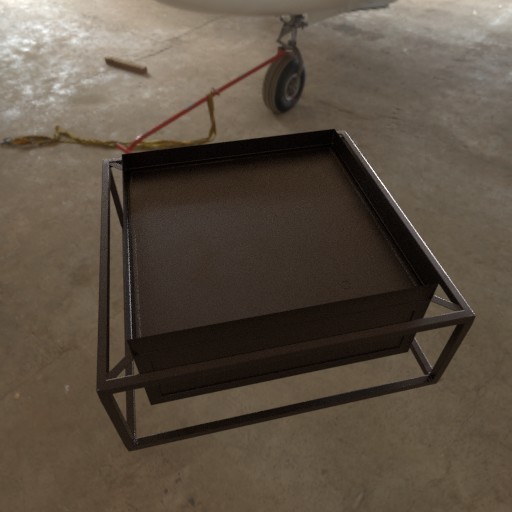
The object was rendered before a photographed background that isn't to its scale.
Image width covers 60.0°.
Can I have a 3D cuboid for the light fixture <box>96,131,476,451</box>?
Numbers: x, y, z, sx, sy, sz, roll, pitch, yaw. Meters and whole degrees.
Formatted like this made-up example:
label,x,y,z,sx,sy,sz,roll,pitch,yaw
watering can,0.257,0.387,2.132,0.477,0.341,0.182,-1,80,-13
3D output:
label,x,y,z,sx,sy,sz,roll,pitch,yaw
light fixture,0.000,0.000,0.693,0.441,0.191,0.441,-9,46,-9
